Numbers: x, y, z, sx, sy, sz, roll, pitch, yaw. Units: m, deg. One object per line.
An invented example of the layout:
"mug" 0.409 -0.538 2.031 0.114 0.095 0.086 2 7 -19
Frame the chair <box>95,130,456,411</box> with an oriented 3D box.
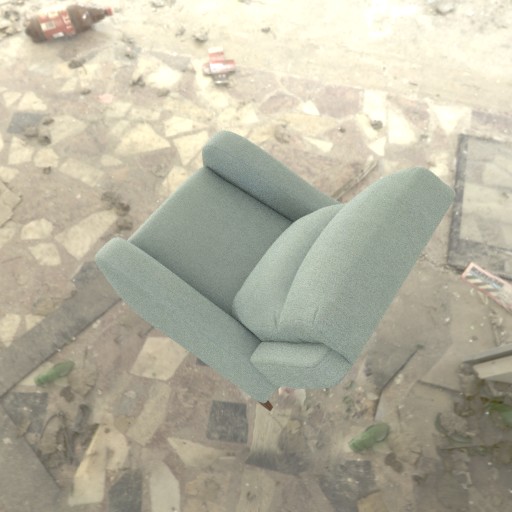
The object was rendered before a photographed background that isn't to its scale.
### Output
"chair" 0.000 0.000 1.692 0.988 1.067 0.785 32 67 16
